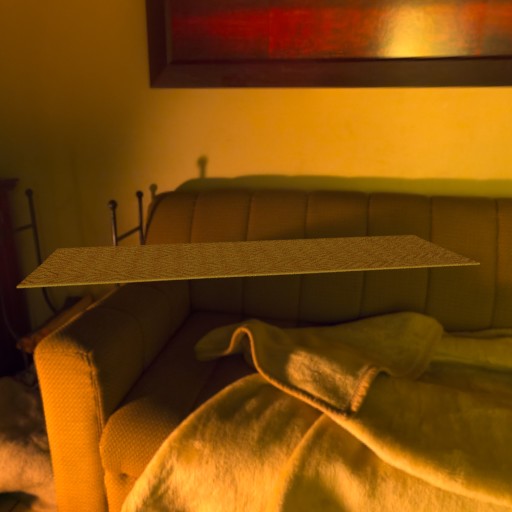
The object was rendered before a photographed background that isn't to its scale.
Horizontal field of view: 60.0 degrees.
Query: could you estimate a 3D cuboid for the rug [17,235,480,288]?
[{"bbox_3d":[0.000,0.000,2.656,2.435,0.009,0.750,-2,15,-9],"label":"rug"}]
